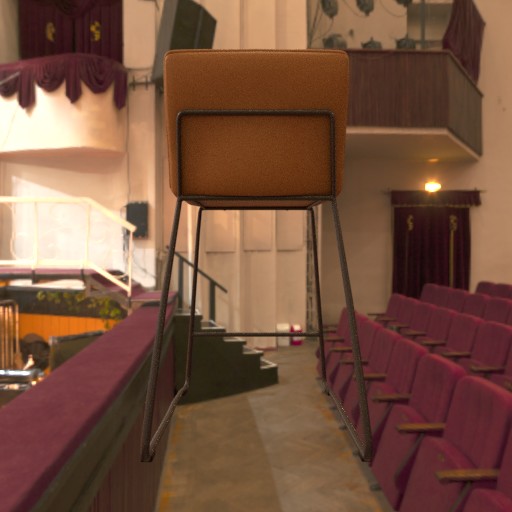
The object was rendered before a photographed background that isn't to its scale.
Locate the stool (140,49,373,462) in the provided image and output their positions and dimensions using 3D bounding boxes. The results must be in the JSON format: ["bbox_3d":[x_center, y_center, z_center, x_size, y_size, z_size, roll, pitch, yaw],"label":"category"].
[{"bbox_3d":[0.000,0.000,1.162,0.489,0.866,0.524,0,1,0],"label":"stool"}]
